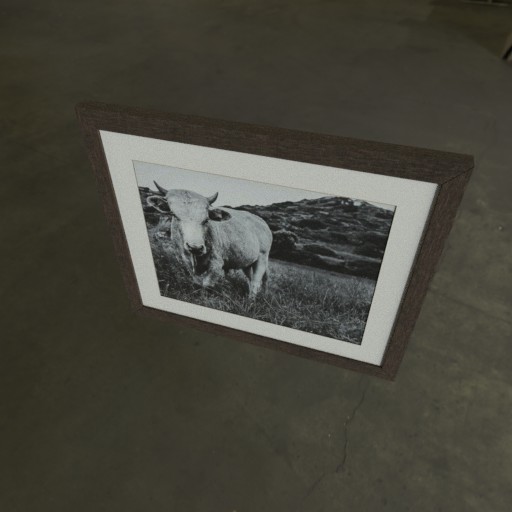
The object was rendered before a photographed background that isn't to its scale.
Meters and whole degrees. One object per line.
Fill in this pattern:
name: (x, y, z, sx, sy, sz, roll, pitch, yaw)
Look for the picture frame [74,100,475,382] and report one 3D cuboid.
picture frame: (0.000, 0.000, 0.742, 0.546, 0.455, 0.026, 12, 43, 13)
